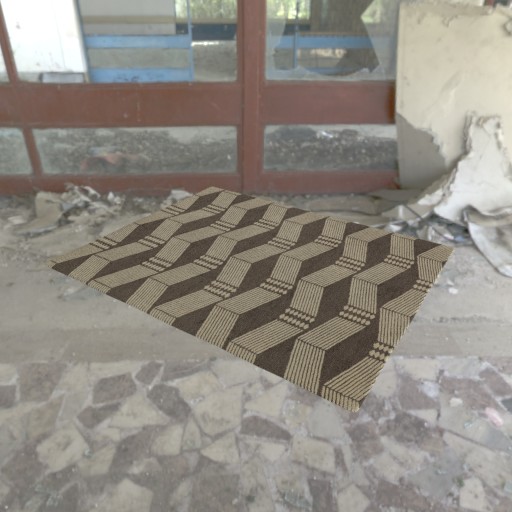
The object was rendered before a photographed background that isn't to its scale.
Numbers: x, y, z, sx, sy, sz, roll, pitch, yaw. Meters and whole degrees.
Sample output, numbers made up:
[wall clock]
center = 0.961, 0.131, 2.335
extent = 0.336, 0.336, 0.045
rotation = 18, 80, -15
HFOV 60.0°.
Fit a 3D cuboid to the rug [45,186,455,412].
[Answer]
[rug]
center = 0.000, 0.000, 4.185
extent = 3.048, 0.016, 2.438
rotation = 18, 34, 29
